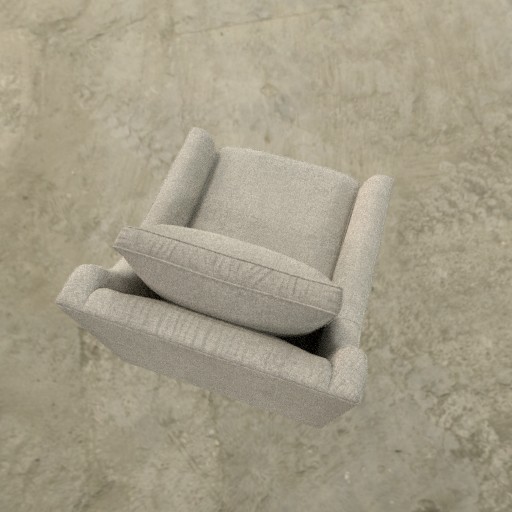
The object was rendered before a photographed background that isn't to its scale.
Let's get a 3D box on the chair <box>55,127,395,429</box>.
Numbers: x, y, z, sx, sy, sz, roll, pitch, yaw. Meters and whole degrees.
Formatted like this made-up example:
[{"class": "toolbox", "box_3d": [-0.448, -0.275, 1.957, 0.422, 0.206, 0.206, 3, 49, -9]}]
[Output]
[{"class": "chair", "box_3d": [0.000, 0.000, 1.597, 0.838, 0.864, 0.918, 16, 65, 8]}]
